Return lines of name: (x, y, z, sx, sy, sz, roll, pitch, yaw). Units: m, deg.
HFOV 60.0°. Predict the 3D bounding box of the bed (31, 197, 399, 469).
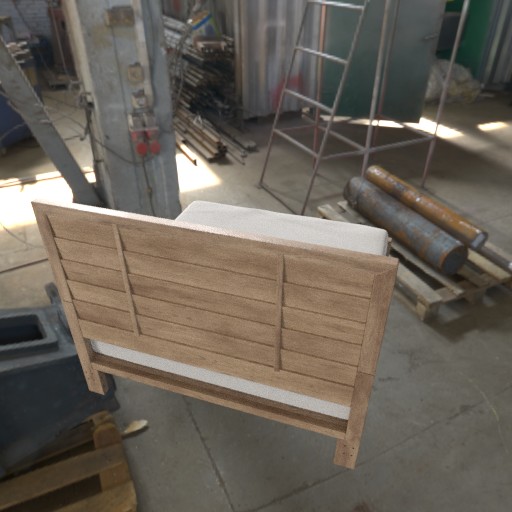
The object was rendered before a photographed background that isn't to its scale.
bed: (0.000, 0.000, 3.519, 2.032, 1.626, 2.062, 10, 35, 15)
